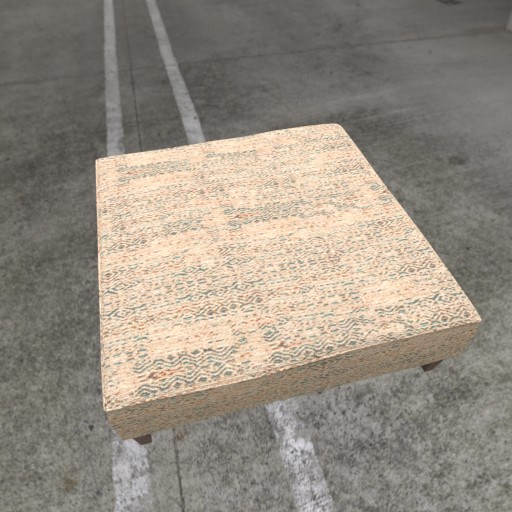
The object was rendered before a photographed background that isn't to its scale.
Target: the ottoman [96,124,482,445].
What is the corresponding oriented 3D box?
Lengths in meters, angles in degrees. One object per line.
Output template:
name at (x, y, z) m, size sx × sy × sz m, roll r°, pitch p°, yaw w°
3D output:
ottoman at (0.000, 0.000, 1.490) m, size 0.968 × 0.356 × 1.004 m, roll -11°, pitch 48°, yaw -10°
